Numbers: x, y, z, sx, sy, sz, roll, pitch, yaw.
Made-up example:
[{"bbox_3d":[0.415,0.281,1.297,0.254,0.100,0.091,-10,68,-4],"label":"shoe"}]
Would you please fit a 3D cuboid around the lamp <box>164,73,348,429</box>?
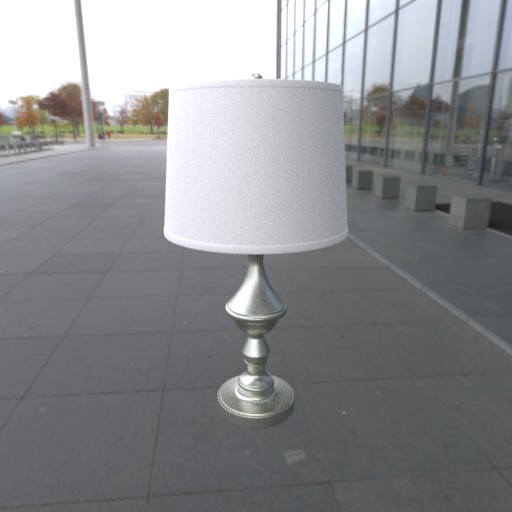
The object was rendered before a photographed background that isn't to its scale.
[{"bbox_3d":[0.000,0.000,0.956,0.383,0.733,0.383,0,16,0],"label":"lamp"}]
